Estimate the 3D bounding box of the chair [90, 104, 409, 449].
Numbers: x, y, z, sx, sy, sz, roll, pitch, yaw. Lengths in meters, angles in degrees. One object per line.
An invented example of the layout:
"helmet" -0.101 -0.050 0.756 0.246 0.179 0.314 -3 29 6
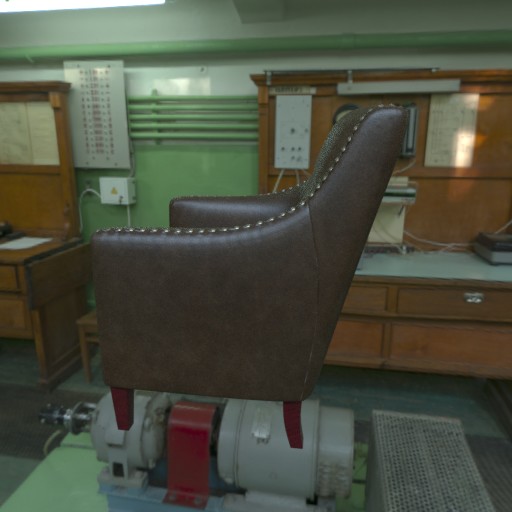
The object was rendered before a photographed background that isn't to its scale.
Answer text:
"chair" 0.000 0.000 1.284 0.704 0.813 0.639 2 15 8
